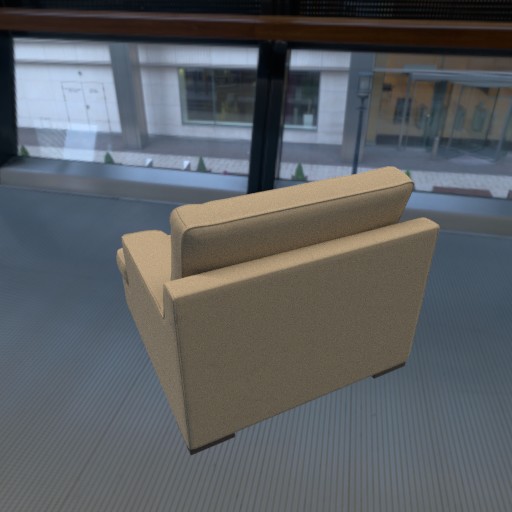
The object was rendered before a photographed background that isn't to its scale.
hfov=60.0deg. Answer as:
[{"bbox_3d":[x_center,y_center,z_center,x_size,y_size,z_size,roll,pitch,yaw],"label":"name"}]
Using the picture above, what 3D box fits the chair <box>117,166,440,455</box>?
[{"bbox_3d":[0.000,0.000,2.191,1.293,1.005,1.274,-19,35,-29],"label":"chair"}]
